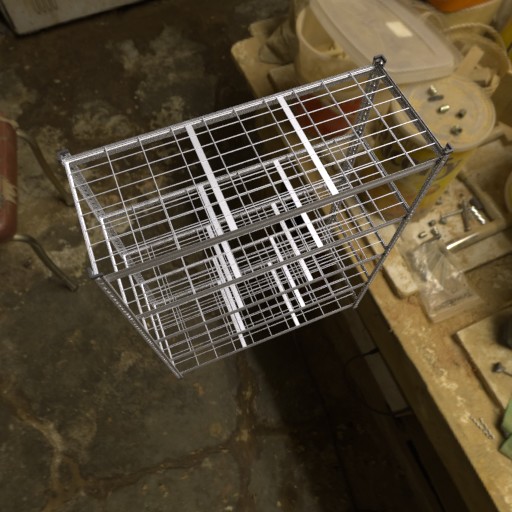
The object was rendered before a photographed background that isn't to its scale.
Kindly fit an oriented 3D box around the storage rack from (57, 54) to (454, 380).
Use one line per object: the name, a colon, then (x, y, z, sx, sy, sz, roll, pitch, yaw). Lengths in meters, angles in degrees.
storage rack: (0.000, 0.000, 2.713, 1.524, 1.981, 0.610, -20, 66, -9)
